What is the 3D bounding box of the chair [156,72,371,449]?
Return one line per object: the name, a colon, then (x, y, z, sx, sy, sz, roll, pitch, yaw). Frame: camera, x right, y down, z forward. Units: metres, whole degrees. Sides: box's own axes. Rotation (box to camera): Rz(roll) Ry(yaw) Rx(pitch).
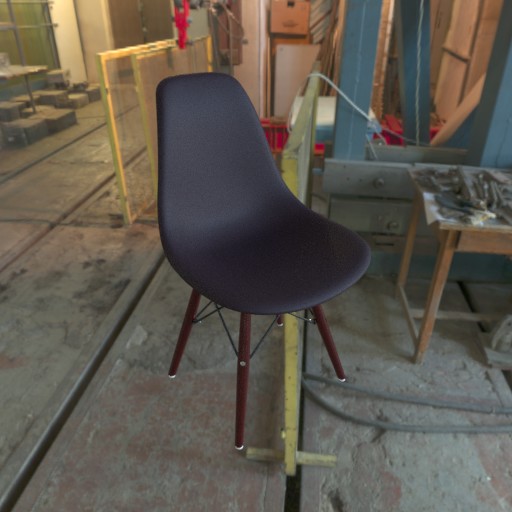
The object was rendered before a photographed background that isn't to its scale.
chair: (0.000, 0.000, 1.143, 0.470, 0.826, 0.533, -21, 36, -32)
